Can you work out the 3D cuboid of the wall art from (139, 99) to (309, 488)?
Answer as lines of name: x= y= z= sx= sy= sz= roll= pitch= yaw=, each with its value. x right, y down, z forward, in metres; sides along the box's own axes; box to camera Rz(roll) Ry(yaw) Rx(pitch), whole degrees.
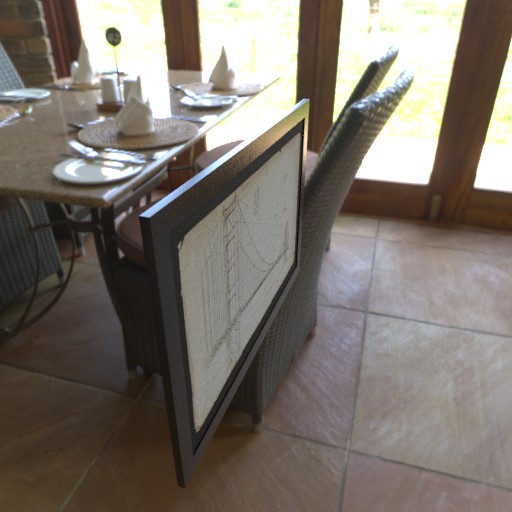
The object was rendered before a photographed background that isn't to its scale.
wall art: x=0.000 y=0.000 z=0.825 sx=0.013 sy=0.447 sz=0.660 roll=10 pitch=31 yaw=17
